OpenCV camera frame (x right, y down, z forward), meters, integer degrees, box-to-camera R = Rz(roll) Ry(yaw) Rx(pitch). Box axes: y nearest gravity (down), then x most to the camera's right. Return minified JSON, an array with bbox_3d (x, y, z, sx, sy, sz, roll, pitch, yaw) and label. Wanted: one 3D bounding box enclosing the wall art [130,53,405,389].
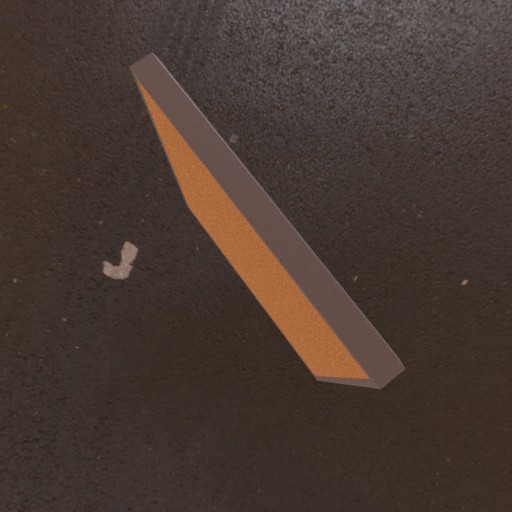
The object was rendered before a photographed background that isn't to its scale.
[{"bbox_3d":[0.000,0.000,0.536,0.028,0.349,0.349,-36,78,-9],"label":"wall art"}]
